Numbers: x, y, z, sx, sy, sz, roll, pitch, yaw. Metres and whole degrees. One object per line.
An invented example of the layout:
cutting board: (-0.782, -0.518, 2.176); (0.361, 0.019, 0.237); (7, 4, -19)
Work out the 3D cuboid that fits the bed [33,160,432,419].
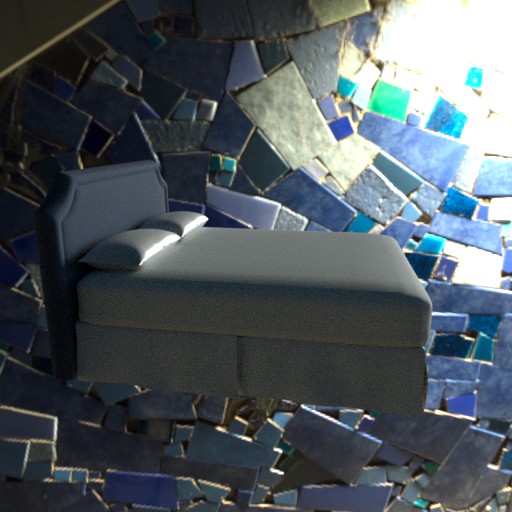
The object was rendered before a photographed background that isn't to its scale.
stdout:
bed: (0.000, 0.000, 3.265); (2.260, 1.297, 1.831); (3, 16, 9)
